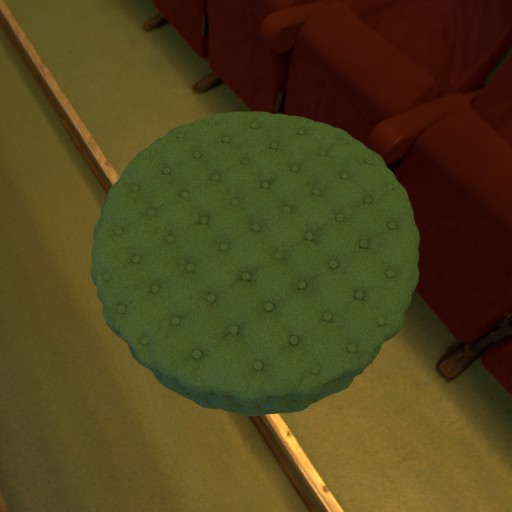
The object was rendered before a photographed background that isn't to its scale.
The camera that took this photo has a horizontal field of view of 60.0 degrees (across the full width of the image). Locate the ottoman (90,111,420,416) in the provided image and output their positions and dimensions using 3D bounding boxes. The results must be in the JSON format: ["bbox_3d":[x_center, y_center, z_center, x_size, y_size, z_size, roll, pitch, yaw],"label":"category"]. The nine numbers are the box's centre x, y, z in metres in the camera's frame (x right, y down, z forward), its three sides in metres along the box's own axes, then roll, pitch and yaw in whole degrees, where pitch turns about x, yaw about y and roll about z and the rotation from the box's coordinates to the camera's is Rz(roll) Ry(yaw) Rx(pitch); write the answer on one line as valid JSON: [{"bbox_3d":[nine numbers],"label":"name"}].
[{"bbox_3d":[0.000,0.000,1.474,0.998,0.399,0.998,0,63,0],"label":"ottoman"}]
